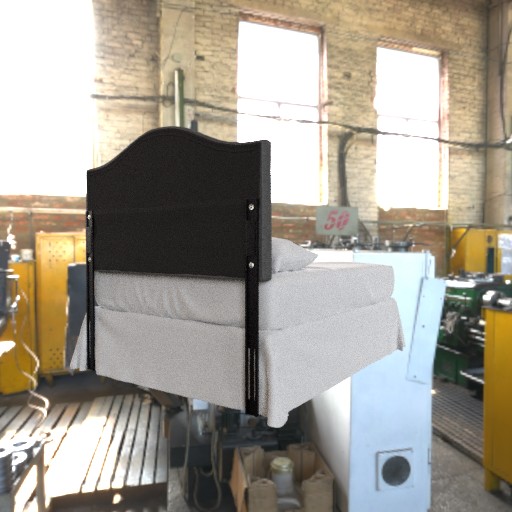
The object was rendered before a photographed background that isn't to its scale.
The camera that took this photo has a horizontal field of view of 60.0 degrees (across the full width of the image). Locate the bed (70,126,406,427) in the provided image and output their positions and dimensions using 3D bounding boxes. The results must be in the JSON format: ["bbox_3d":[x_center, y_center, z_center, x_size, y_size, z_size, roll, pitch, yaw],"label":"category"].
[{"bbox_3d":[0.000,0.000,3.595,1.876,1.645,2.221,1,2,36],"label":"bed"}]
